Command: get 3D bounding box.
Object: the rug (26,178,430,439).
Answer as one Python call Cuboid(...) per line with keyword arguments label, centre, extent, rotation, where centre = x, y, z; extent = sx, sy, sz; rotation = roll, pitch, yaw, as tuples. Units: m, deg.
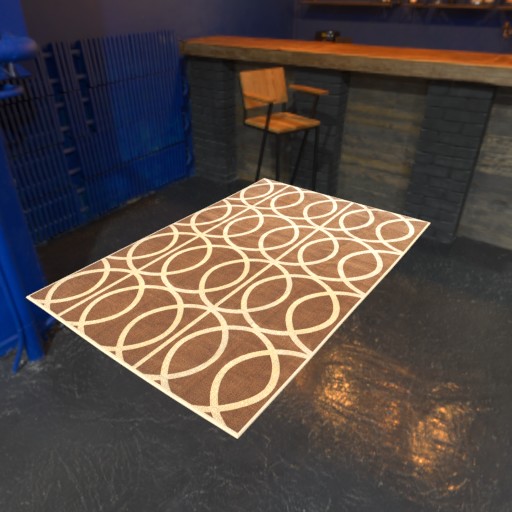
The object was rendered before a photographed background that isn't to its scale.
Cuboid(label="rug", centre=(0.000, 0.000, 2.869), extent=(1.528, 0.014, 2.294), rotation=(21, 37, 31))
